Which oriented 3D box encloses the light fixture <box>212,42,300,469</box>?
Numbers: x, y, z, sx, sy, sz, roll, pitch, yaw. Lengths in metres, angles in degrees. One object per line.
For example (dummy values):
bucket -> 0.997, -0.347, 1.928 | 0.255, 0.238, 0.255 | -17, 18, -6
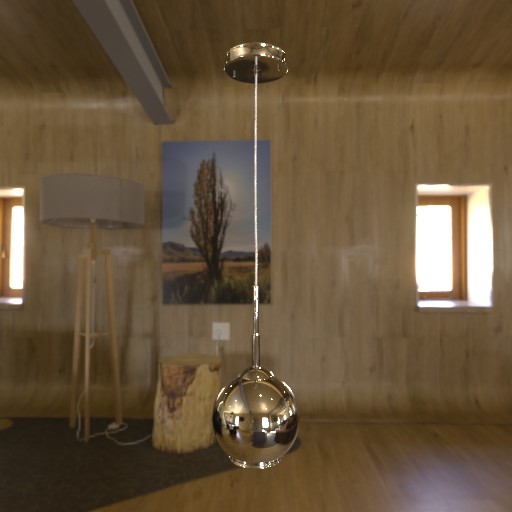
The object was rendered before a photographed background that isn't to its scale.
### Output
light fixture -> 0.000, 0.000, 1.710 | 0.336, 1.538, 0.336 | 0, -1, 18
